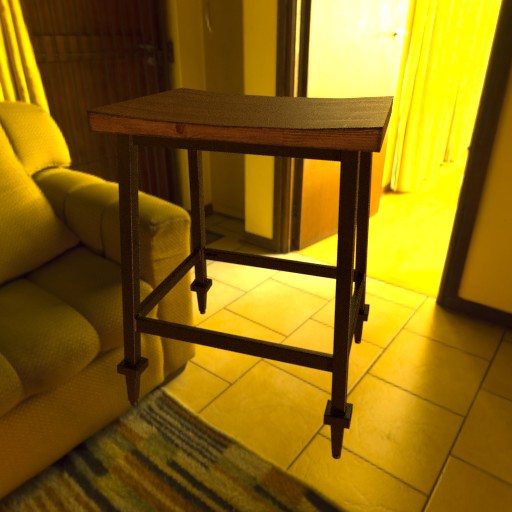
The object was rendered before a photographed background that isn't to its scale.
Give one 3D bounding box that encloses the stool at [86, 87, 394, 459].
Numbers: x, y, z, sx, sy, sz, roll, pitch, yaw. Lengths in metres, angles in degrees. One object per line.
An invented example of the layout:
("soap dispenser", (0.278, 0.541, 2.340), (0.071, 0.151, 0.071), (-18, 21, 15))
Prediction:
("stool", (0.000, 0.000, 0.944), (0.486, 0.625, 0.405), (8, 28, 16))
